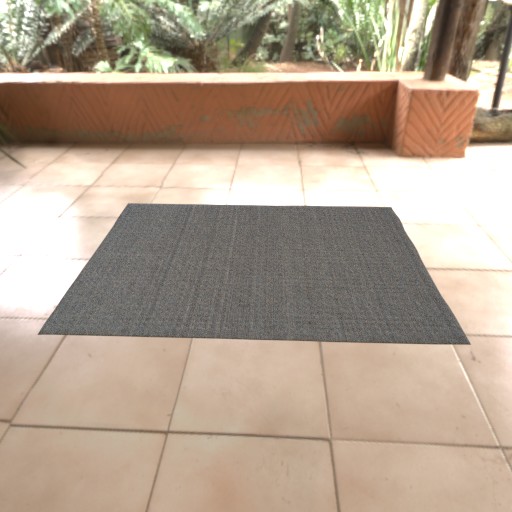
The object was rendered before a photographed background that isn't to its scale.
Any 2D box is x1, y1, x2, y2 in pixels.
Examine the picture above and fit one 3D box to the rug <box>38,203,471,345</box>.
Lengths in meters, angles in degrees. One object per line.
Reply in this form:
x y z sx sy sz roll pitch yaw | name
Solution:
0.000 0.000 4.308 3.200 0.007 2.443 1 30 2 | rug
